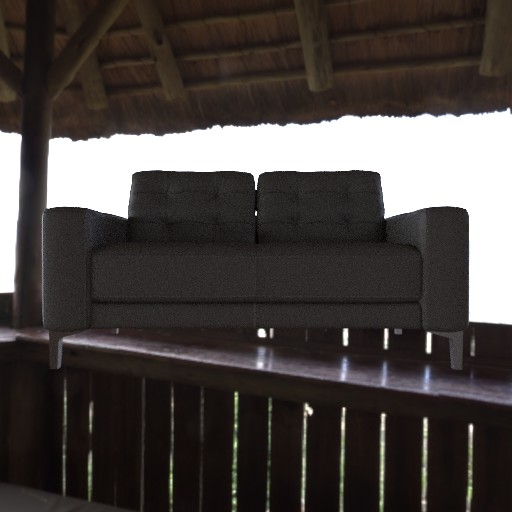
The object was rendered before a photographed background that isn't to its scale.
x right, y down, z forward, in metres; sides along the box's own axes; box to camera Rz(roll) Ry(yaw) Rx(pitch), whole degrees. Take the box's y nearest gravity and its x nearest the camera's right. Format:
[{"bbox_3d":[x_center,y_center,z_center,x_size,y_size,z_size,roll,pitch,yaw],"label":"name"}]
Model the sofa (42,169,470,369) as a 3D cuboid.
[{"bbox_3d":[0.000,0.000,2.146,1.726,0.892,0.833,0,1,0],"label":"sofa"}]
